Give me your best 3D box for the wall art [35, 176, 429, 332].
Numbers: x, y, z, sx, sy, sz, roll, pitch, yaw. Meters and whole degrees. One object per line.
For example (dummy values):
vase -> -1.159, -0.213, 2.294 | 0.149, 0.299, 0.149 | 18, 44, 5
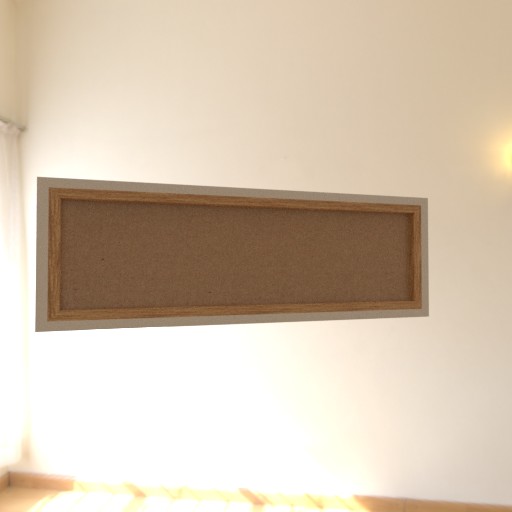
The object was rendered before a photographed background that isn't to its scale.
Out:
wall art -> 0.000, 0.000, 0.853 | 0.763, 0.255, 0.038 | 0, -1, -17
